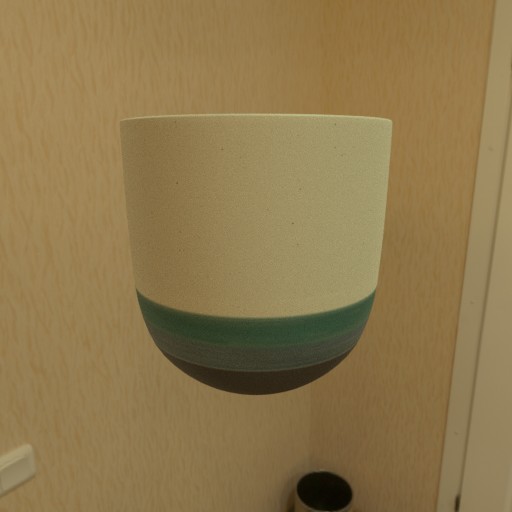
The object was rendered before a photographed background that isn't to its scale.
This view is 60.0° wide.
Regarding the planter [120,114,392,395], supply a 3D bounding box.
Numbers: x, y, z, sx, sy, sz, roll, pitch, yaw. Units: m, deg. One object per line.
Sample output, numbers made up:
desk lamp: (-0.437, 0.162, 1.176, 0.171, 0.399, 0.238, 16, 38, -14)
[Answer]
planter: (0.000, 0.000, 0.371, 0.204, 0.214, 0.204, 0, 14, 0)
